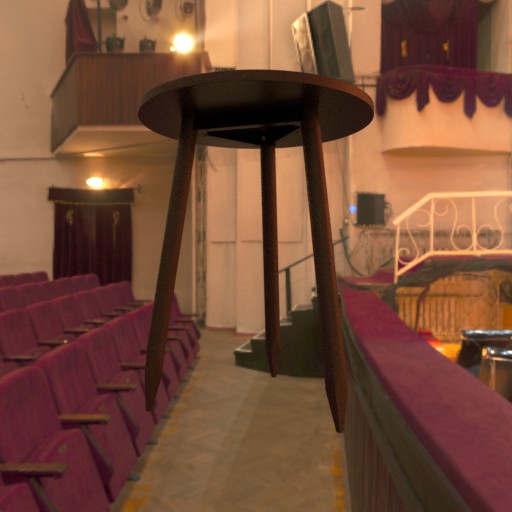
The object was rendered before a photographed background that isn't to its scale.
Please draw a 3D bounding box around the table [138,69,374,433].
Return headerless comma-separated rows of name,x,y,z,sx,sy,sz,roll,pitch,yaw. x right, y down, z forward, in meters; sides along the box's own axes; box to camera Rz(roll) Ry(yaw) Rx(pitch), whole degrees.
table,0.000,0.000,0.893,0.457,0.585,0.457,0,1,0
